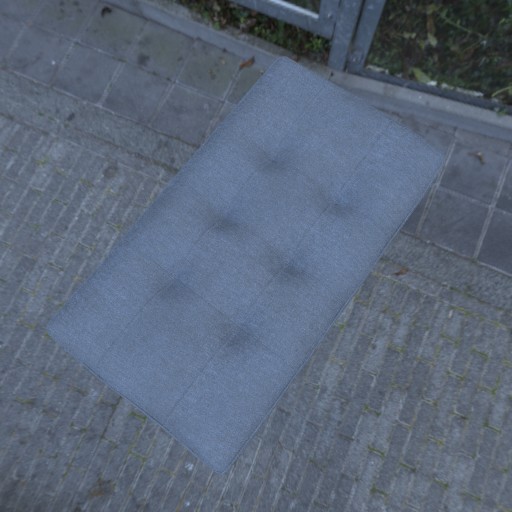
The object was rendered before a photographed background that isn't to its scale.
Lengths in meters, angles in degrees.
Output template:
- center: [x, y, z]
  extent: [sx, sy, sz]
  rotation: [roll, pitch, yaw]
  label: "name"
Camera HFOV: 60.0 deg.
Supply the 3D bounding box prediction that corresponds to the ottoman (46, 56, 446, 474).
- center: [0.000, 0.000, 1.473]
  extent: [0.648, 0.514, 1.143]
  rotation: [36, 79, 9]
  label: "ottoman"
